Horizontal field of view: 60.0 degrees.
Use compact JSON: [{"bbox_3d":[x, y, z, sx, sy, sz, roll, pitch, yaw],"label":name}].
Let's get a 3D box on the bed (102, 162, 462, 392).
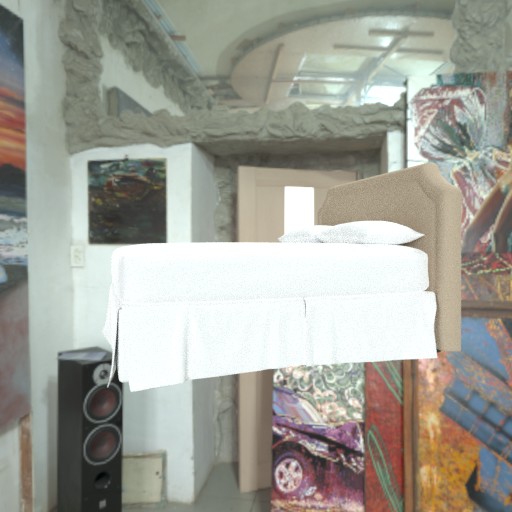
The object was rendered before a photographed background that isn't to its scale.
[{"bbox_3d":[0.000,0.000,3.346,2.204,1.301,1.828,0,1,-19],"label":"bed"}]
